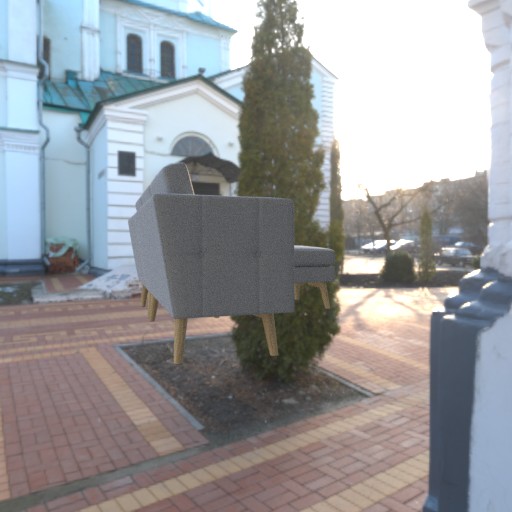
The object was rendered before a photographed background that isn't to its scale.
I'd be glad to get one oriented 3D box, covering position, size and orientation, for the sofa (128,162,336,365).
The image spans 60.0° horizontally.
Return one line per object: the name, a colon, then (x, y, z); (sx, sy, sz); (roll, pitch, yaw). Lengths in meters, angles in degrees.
sofa: (0.000, 0.000, 2.920); (1.530, 0.860, 2.040); (-1, 2, -19)
